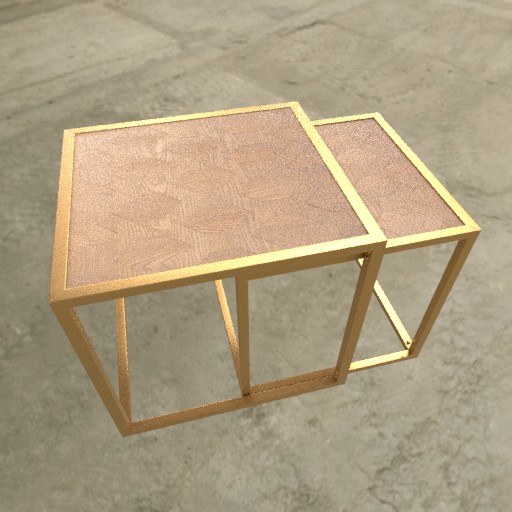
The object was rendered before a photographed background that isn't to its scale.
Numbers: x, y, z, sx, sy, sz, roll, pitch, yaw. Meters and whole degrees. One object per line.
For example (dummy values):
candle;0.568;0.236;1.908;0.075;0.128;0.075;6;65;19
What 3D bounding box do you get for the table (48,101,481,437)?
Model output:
table;0.000;0.000;1.070;0.762;0.505;0.505;-10;47;-10
